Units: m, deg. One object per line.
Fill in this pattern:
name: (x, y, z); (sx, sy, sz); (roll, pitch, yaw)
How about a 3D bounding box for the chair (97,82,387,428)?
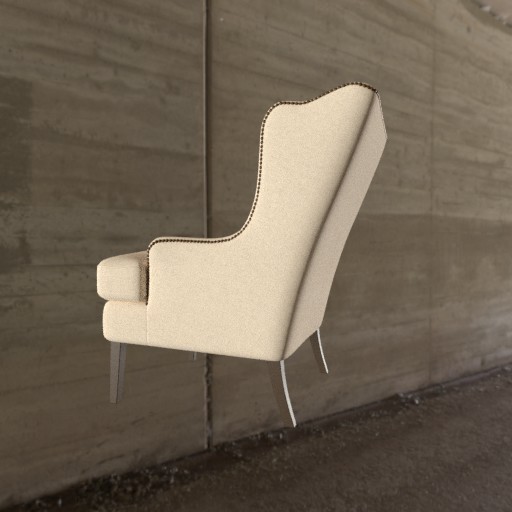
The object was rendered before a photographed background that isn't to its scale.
chair: (0.000, 0.000, 1.704); (0.940, 1.029, 0.737); (1, 2, 19)
